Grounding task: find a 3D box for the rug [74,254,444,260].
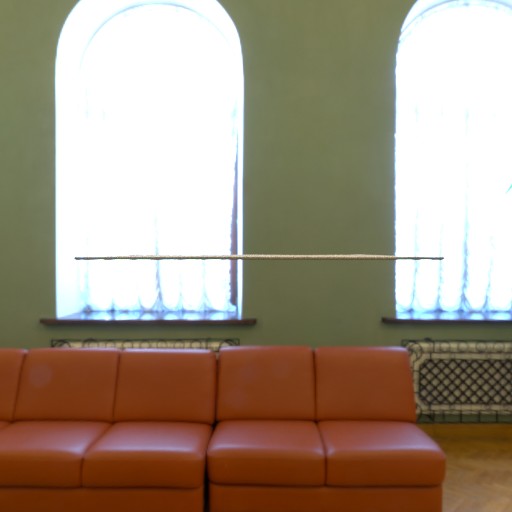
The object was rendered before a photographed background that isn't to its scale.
[{"bbox_3d":[0.000,0.000,2.280,1.162,0.022,1.804,0,0,-1],"label":"rug"}]
